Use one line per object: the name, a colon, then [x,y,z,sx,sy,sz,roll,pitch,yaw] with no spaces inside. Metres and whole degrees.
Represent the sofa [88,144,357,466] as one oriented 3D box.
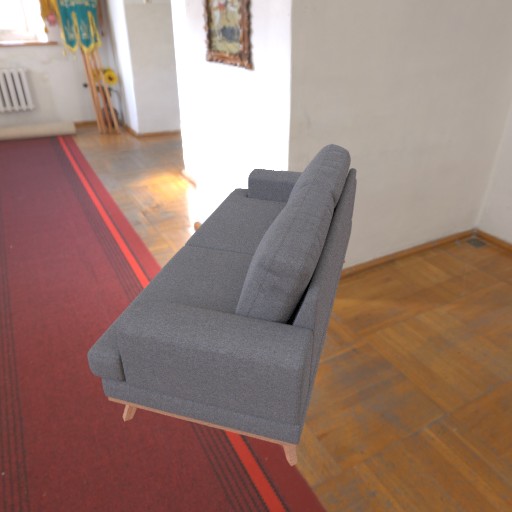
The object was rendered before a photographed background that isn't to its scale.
sofa: [0.000,0.000,2.139,0.785,0.810,1.650,9,32,14]
